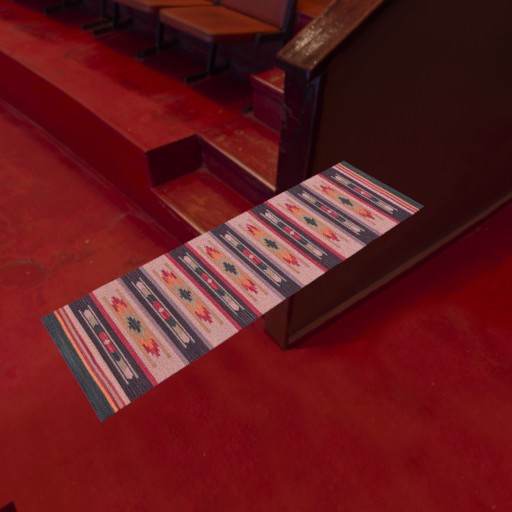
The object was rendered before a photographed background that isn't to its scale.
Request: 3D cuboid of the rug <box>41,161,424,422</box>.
[{"bbox_3d":[0.000,0.000,2.765,2.440,0.009,0.760,-30,52,-27],"label":"rug"}]
